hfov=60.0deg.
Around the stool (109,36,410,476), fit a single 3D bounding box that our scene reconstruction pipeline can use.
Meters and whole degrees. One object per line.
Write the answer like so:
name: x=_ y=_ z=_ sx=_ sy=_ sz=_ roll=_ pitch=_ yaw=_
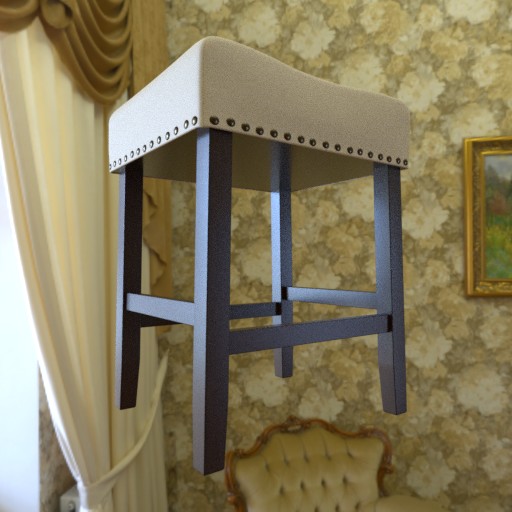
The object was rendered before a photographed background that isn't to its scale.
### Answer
stool: x=0.000 y=0.000 z=0.884 sx=0.471 sy=0.609 sz=0.401 roll=1 pitch=-1 yaw=-36
